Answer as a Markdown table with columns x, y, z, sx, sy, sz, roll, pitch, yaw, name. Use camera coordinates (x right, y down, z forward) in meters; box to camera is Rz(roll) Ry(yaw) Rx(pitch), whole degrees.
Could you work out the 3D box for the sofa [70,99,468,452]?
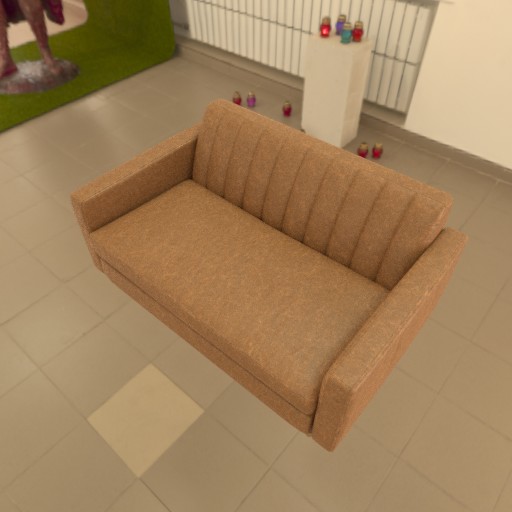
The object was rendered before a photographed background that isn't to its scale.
| x | y | z | sx | sy | sz | roll | pitch | yaw | name |
| --- | --- | --- | --- | --- | --- | --- | --- | --- | --- |
| 0.000 | 0.000 | 2.099 | 1.549 | 0.820 | 0.960 | 31 | 54 | 27 | sofa |
